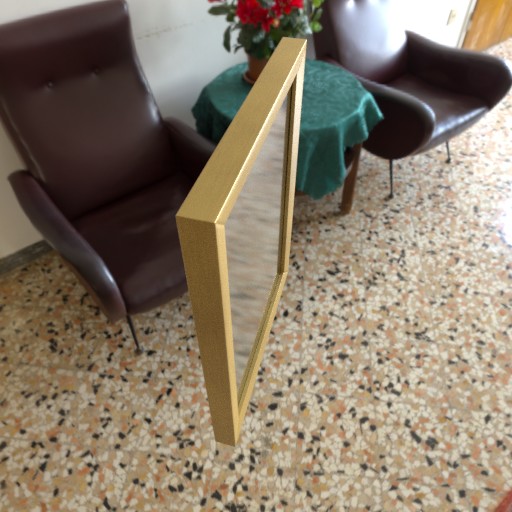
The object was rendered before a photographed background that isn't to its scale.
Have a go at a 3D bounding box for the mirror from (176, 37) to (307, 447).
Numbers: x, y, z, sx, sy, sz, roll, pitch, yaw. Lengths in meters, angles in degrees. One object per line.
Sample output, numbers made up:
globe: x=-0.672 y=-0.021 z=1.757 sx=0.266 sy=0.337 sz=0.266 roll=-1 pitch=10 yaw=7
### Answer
mirror: x=0.000 y=0.000 z=0.694 sx=0.041 sy=0.508 sz=0.405 roll=11 pitch=48 yaw=10
